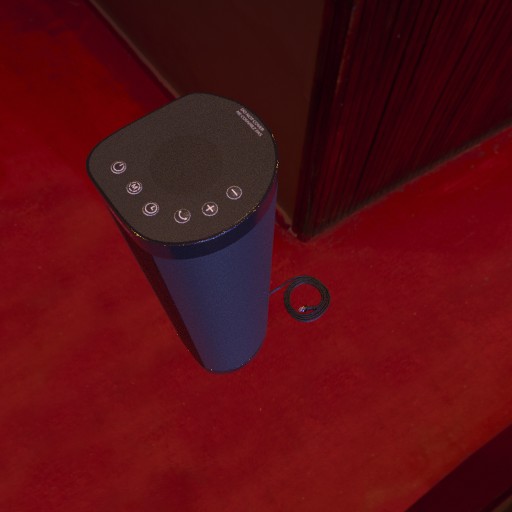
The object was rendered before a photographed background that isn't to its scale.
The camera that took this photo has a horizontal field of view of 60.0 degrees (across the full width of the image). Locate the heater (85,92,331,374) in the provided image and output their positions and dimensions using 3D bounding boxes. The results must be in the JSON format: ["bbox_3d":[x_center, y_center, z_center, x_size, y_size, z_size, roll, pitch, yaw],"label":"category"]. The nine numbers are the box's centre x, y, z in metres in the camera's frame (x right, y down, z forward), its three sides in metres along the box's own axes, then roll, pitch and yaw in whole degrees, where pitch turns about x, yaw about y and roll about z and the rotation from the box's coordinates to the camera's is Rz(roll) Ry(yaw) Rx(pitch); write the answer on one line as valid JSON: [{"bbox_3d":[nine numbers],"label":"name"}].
[{"bbox_3d":[0.000,0.000,0.682,0.312,0.552,0.174,-34,69,-16],"label":"heater"}]
